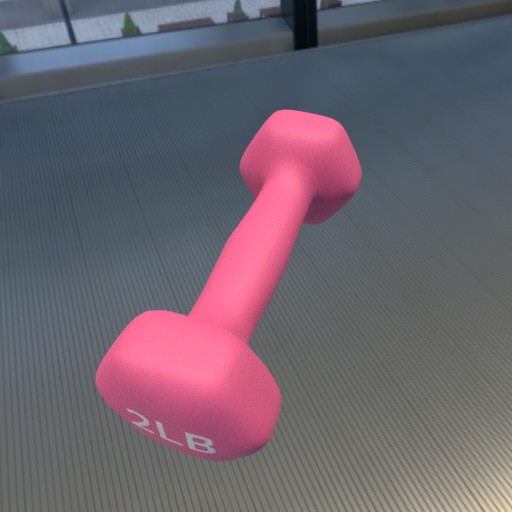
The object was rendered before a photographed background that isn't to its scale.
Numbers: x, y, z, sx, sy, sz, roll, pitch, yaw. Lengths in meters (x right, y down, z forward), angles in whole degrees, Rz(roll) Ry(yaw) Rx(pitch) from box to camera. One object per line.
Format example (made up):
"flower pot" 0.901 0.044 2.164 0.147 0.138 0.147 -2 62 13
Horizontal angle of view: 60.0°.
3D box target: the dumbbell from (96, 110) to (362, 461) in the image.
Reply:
"dumbbell" 0.000 0.000 0.172 0.058 0.053 0.146 16 49 14
